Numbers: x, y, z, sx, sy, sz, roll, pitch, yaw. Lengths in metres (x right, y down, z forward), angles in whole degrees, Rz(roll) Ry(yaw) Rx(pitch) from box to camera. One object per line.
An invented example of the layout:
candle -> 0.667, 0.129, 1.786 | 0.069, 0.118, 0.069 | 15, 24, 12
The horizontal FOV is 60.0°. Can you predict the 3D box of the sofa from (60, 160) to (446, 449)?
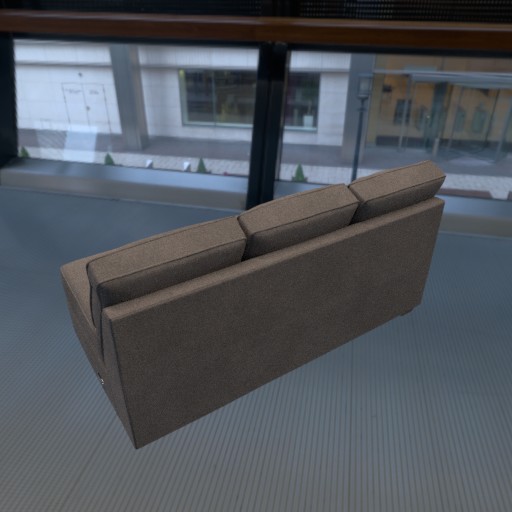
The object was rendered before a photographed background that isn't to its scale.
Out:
sofa -> 0.000, 0.000, 2.531 | 1.962, 0.973, 1.027 | -19, 35, -29
